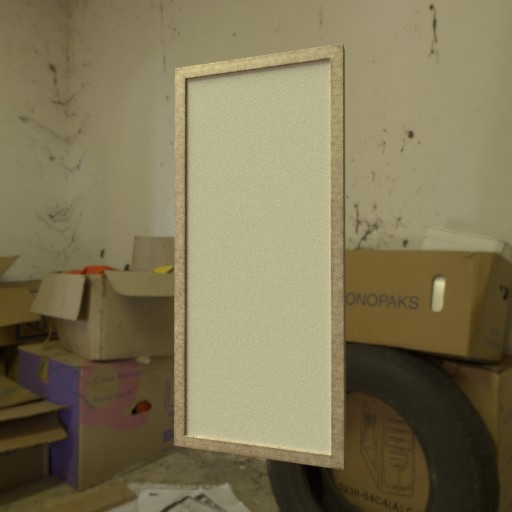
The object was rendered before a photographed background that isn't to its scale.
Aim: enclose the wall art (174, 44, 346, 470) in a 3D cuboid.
[{"bbox_3d":[0.000,0.000,1.641,0.648,1.461,0.051,0,-1,18],"label":"wall art"}]
